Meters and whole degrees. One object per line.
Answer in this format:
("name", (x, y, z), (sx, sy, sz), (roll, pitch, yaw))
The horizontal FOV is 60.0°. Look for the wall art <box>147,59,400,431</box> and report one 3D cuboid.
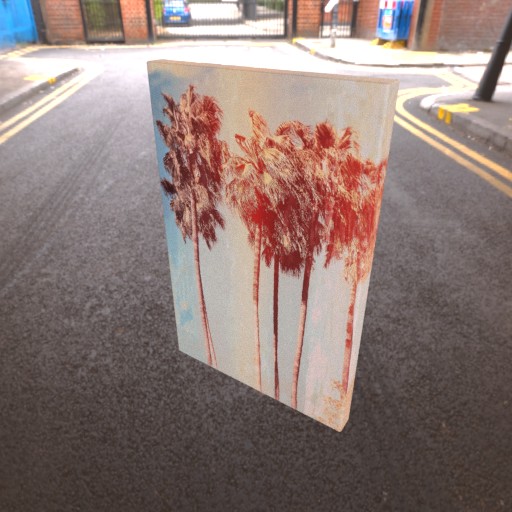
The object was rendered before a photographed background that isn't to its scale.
("wall art", (0.000, 0.000, 0.778), (0.401, 0.610, 0.038), (18, 35, 29))
